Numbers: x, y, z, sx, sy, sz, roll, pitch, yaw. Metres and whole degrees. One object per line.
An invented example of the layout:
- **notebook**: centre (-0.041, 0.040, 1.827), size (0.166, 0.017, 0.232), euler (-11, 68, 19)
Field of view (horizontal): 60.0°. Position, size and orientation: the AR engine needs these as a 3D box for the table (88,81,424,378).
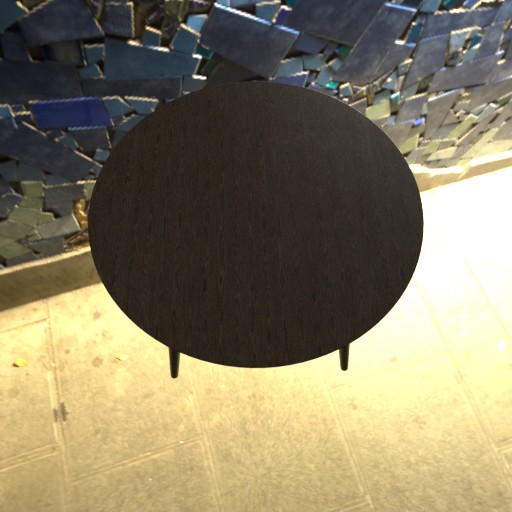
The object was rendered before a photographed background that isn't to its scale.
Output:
- **table**: centre (0.000, 0.000, 1.758), size (1.053, 0.786, 1.053), euler (0, 64, 0)
